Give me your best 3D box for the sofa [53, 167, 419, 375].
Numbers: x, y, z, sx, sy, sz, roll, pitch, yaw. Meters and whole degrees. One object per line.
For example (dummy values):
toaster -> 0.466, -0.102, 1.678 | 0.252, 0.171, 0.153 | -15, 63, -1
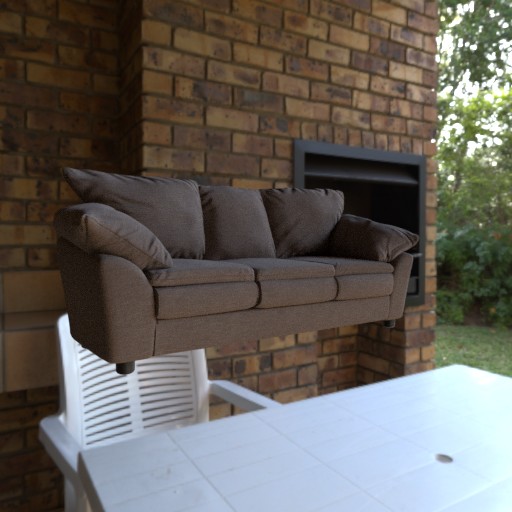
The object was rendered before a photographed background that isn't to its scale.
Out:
sofa -> 0.000, 0.000, 2.881 | 2.390, 1.043, 0.927 | -1, 2, -36
